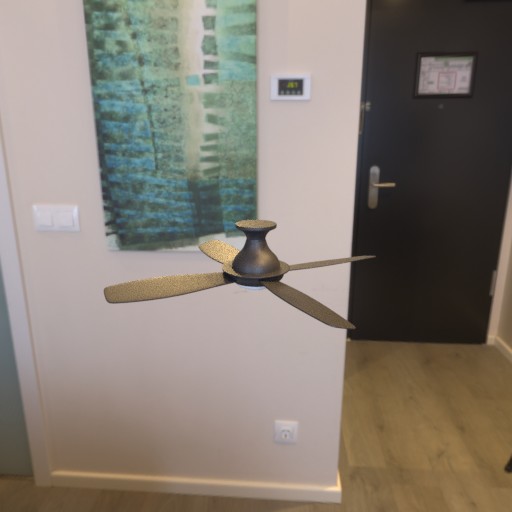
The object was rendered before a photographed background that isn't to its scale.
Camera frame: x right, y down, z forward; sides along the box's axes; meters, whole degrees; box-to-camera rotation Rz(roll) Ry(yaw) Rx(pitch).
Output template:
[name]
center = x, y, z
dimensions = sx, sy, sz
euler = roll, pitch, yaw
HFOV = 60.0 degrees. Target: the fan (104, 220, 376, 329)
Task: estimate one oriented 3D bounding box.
[fan]
center = 0.000, 0.000, 2.558
dimensions = 1.694, 0.382, 1.694
euler = -7, 17, -25
